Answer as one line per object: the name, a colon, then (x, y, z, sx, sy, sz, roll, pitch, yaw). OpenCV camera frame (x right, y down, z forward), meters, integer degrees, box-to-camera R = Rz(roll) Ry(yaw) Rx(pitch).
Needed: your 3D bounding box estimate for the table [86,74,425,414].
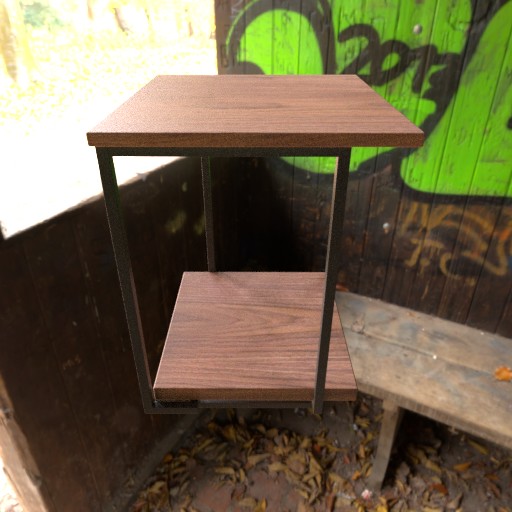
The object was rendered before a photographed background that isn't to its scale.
table: (0.000, 0.000, 0.820, 0.384, 0.567, 0.411, 0, 31, 0)
